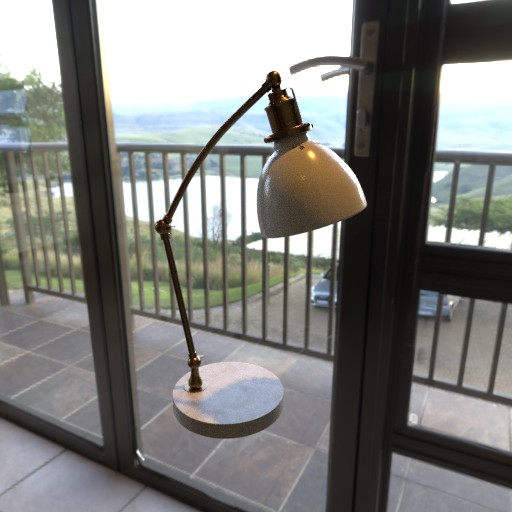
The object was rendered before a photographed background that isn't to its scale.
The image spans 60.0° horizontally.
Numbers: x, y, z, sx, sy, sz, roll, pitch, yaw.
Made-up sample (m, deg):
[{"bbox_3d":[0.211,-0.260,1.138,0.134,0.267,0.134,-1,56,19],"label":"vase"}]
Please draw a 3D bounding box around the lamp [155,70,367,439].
[{"bbox_3d":[0.000,0.000,0.674,0.317,0.522,0.186,3,16,9],"label":"lamp"}]
